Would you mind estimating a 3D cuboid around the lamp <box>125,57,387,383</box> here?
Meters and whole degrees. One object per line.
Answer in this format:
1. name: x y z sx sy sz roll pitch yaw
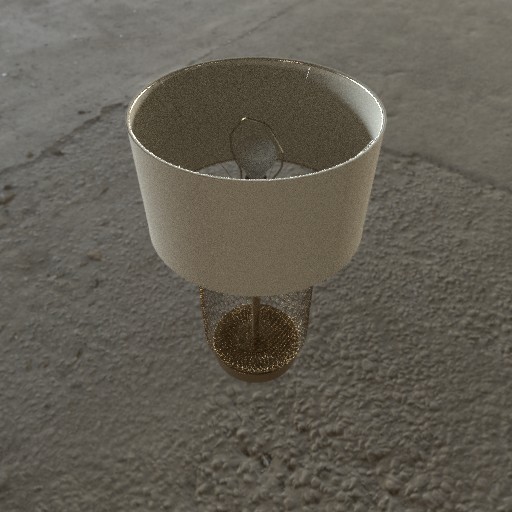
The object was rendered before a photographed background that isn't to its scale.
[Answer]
1. lamp: 0.000 0.000 0.812 0.353 0.578 0.353 0 45 0
